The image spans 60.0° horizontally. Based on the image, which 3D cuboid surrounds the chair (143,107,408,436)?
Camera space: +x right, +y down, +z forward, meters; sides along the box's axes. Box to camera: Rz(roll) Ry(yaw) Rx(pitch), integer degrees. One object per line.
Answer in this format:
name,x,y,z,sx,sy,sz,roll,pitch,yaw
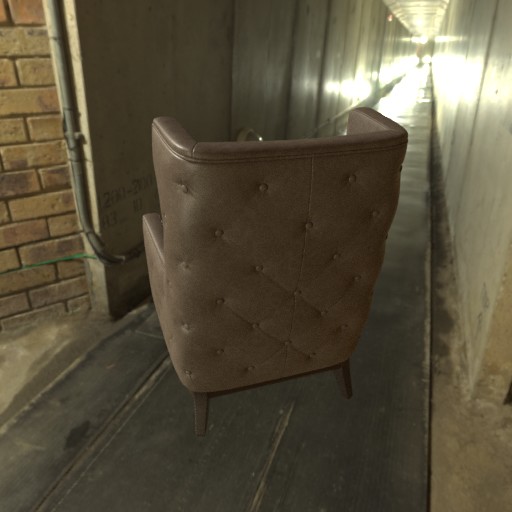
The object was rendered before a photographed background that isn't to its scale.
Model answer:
chair,0.000,0.000,1.665,0.769,1.079,0.899,-8,27,-16
